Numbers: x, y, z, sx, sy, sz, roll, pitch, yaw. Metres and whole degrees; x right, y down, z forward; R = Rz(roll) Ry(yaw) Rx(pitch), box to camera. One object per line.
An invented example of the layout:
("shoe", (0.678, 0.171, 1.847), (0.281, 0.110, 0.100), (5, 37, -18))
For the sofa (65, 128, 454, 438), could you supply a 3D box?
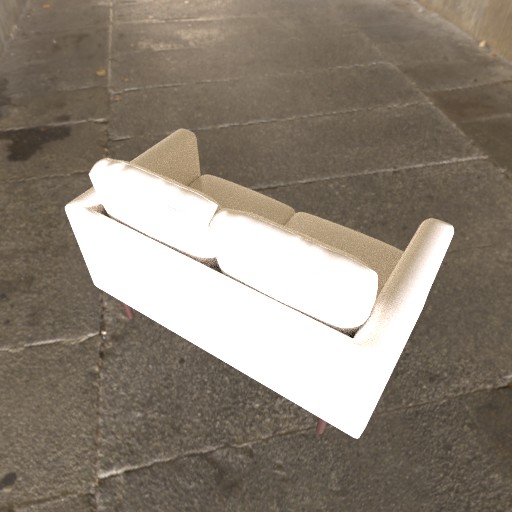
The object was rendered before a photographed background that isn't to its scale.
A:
("sofa", (0.000, 0.000, 1.987), (1.430, 0.908, 0.796), (25, 50, 22))
